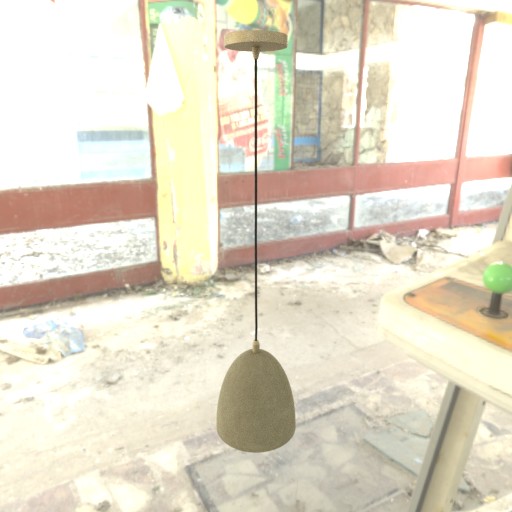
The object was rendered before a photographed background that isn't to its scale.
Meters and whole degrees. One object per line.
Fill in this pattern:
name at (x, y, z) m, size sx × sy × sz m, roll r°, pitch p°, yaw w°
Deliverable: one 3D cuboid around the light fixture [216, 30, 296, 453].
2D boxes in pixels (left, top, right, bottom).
light fixture at (0.000, 0.000, 0.843) m, size 0.170 × 0.759 × 0.170 m, roll -3°, pitch 17°, yaw -8°
